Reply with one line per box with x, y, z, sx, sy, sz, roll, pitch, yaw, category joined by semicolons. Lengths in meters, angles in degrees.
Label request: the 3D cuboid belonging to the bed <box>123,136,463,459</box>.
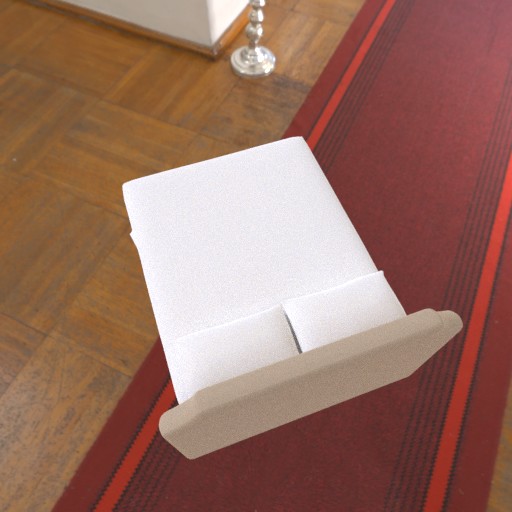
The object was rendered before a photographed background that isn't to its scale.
0.000;0.000;3.316;1.828;1.301;2.204;-17;62;-10;bed
